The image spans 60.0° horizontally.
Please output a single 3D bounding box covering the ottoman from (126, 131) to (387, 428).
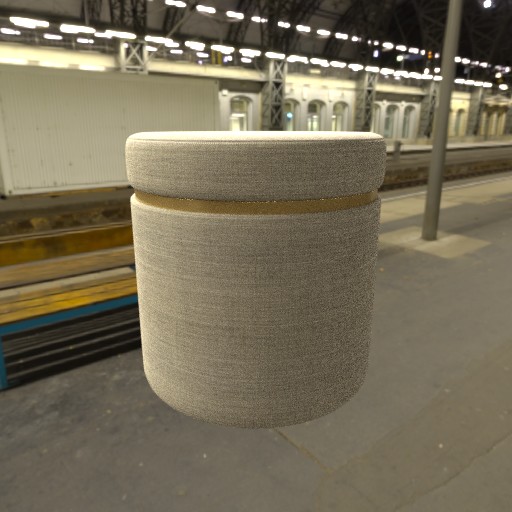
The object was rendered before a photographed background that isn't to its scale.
[{"bbox_3d":[0.000,0.000,0.754,0.400,0.406,0.400,0,16,0],"label":"ottoman"}]
